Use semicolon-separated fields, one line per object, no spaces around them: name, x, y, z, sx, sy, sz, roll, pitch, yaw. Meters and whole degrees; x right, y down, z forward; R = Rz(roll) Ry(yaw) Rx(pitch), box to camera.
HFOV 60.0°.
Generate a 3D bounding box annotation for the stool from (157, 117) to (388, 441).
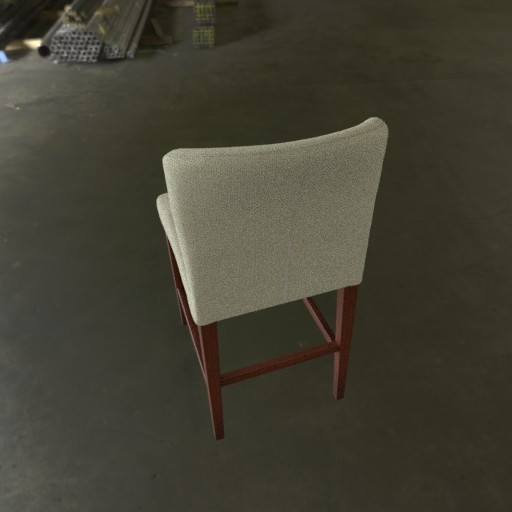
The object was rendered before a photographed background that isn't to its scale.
stool;0.000;0.000;1.288;0.481;0.969;0.568;-13;43;-15
